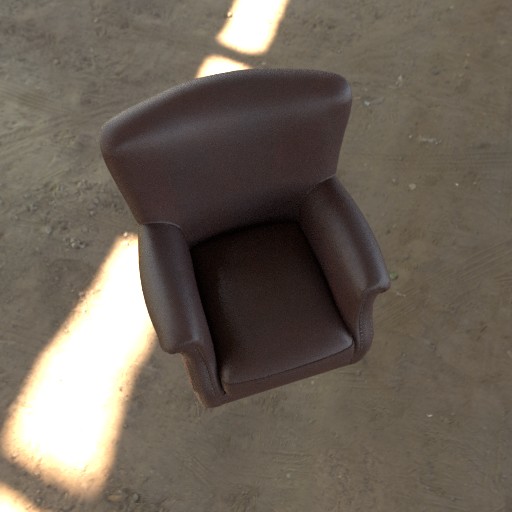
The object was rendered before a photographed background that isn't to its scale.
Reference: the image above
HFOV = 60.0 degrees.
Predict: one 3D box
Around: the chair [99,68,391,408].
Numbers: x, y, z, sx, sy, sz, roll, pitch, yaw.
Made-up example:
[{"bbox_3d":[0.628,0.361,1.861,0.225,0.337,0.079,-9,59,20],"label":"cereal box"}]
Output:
[{"bbox_3d":[0.000,0.000,1.372,0.700,0.800,0.746,-15,63,-8],"label":"chair"}]
